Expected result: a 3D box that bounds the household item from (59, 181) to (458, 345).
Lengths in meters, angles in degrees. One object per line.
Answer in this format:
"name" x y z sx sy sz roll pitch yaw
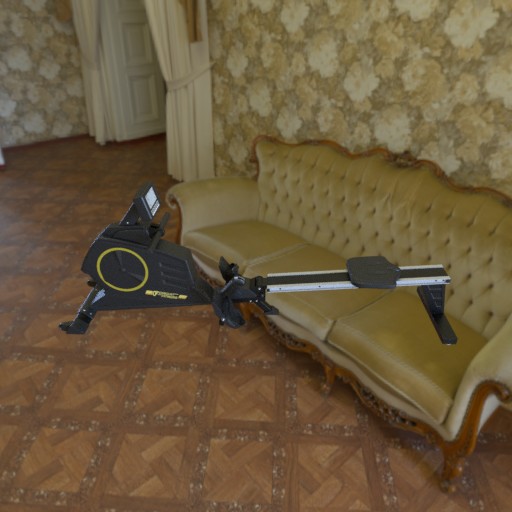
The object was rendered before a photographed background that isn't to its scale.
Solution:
"household item" 0.000 0.000 2.529 2.251 0.810 0.521 1 30 2
